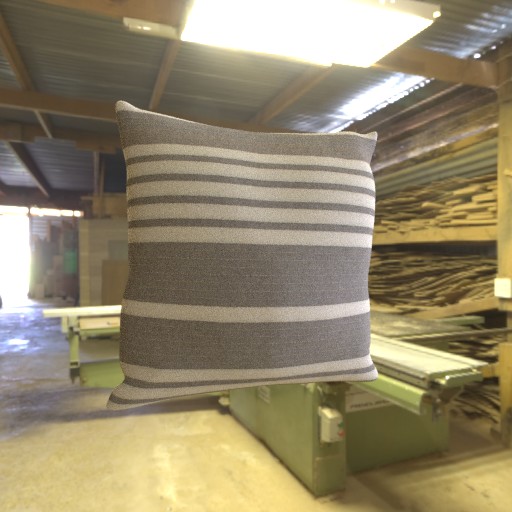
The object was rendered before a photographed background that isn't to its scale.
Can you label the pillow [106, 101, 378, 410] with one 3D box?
[{"bbox_3d":[0.000,0.000,0.689,0.439,0.440,0.182,0,-1,-18],"label":"pillow"}]
